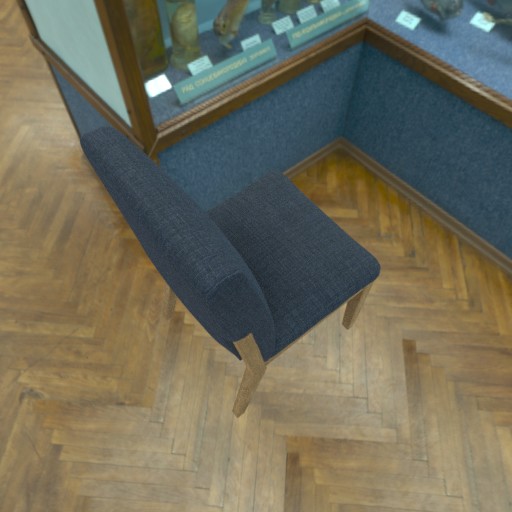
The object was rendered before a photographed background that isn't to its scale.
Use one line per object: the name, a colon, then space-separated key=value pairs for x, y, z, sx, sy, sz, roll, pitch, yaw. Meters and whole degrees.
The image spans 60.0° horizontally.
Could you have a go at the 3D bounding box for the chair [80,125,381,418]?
chair: x=0.000 y=0.000 z=1.284 sx=0.586 sy=0.911 sz=0.507 roll=-33 pitch=63 yaw=-19
